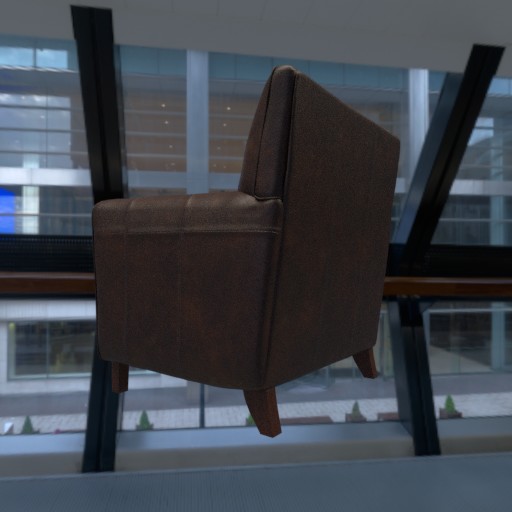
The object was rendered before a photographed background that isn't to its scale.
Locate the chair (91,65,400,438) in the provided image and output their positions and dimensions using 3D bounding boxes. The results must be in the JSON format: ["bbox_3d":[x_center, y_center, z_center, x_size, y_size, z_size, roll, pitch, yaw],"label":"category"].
[{"bbox_3d":[0.000,0.000,1.623,0.823,0.943,0.870,0,-1,36],"label":"chair"}]
